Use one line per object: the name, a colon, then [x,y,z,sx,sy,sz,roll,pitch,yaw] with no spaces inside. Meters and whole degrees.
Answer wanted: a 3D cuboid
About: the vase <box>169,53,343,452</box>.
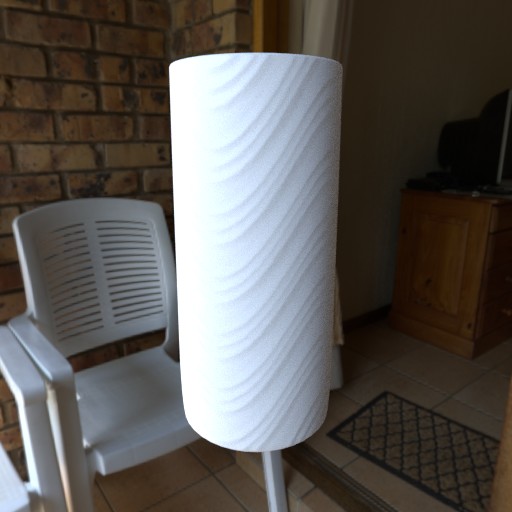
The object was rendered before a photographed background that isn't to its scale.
vase: [0.000,0.000,0.399,0.143,0.316,0.143,0,15,0]
